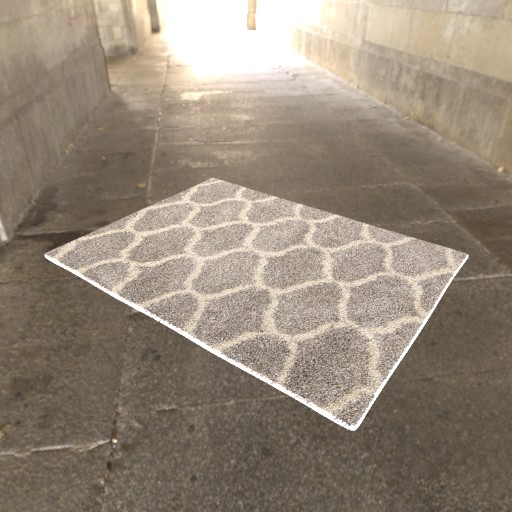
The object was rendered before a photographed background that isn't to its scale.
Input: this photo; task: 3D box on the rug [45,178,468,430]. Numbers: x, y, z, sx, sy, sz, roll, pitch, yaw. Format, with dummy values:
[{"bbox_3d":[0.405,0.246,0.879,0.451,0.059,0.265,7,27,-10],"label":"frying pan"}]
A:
[{"bbox_3d":[0.000,0.000,2.080,1.600,0.025,1.200,21,38,31],"label":"rug"}]
